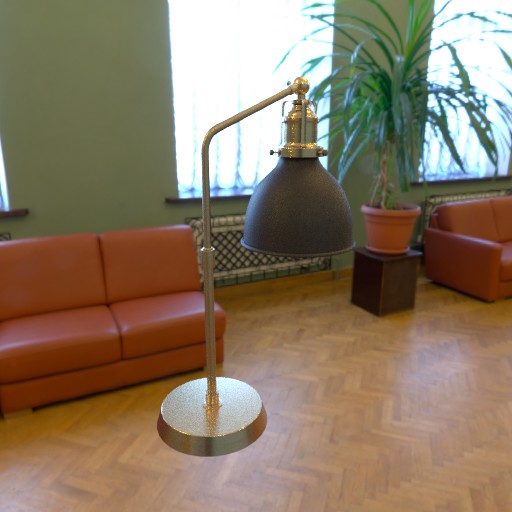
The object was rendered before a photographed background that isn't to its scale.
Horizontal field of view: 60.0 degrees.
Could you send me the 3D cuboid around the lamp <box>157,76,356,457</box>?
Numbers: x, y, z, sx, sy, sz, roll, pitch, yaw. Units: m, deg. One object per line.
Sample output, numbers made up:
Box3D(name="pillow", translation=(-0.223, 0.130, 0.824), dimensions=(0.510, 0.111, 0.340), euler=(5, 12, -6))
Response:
Box3D(name="lamp", translation=(0.000, 0.000, 0.593), dimensions=(0.291, 0.456, 0.160), euler=(-8, 17, -27))
